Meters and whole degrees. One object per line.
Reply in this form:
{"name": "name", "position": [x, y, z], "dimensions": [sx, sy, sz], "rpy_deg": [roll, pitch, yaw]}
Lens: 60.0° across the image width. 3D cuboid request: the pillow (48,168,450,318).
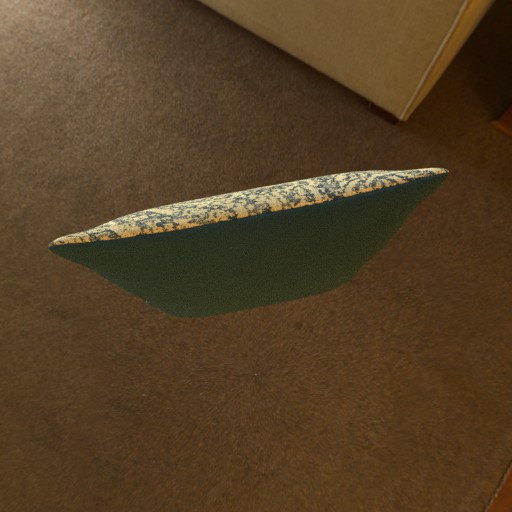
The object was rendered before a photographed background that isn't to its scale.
{"name": "pillow", "position": [0.000, 0.000, 0.802], "dimensions": [0.523, 0.510, 0.166], "rpy_deg": [-11, 75, -3]}
